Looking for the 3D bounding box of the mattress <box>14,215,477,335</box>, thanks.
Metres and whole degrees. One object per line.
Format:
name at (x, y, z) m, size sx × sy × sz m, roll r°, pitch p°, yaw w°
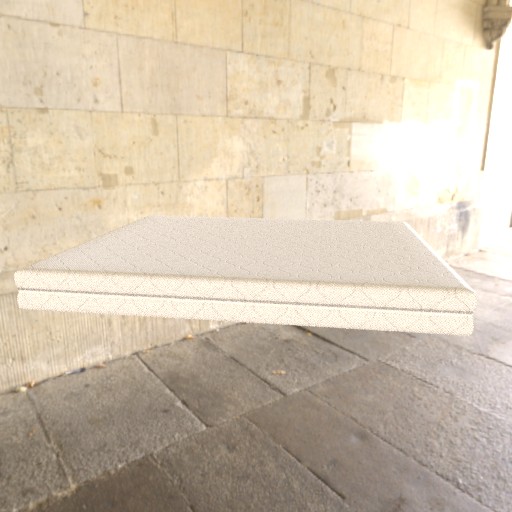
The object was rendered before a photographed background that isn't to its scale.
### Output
mattress at (0.000, 0.000, 2.658) m, size 2.000 × 0.200 × 1.600 m, roll 2°, pitch 15°, yaw 8°
